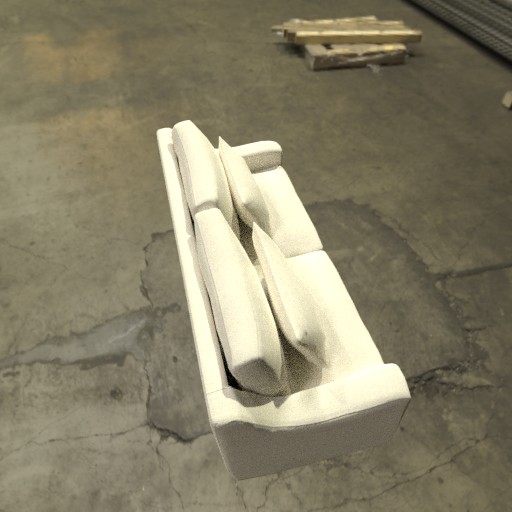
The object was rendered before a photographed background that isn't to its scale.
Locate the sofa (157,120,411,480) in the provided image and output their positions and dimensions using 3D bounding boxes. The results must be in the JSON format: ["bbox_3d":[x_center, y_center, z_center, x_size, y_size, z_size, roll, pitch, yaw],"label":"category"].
[{"bbox_3d":[0.000,0.000,2.978,1.009,1.022,2.470,-10,46,-10],"label":"sofa"}]
